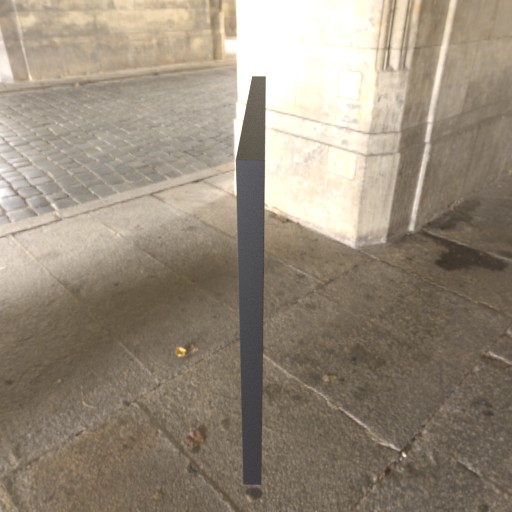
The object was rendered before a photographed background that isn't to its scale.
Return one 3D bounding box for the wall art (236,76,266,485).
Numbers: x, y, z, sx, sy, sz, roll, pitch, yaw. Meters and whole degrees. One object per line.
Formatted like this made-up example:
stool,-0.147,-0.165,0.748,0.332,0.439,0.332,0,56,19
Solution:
wall art,0.000,0.000,1.155,0.042,0.766,0.769,1,30,1
